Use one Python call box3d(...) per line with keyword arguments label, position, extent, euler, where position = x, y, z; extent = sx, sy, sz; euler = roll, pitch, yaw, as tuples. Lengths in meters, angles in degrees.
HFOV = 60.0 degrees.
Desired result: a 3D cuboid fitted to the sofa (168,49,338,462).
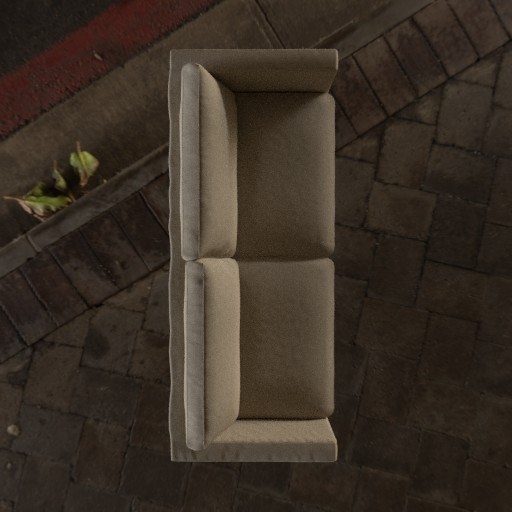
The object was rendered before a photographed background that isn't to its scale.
box3d(label="sofa", position=(0.000, 0.000, 2.702), extent=(0.956, 0.847, 2.296), euler=(0, 91, 0))
